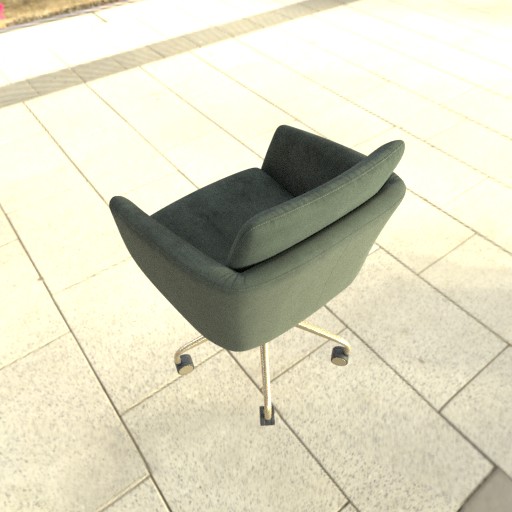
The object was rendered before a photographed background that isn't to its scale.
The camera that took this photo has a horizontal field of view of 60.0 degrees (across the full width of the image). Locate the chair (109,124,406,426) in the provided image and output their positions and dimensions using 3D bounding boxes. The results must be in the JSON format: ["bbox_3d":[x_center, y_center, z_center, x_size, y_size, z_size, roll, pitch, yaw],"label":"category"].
[{"bbox_3d":[0.000,0.000,1.340,0.641,0.908,0.635,-31,54,-26],"label":"chair"}]
